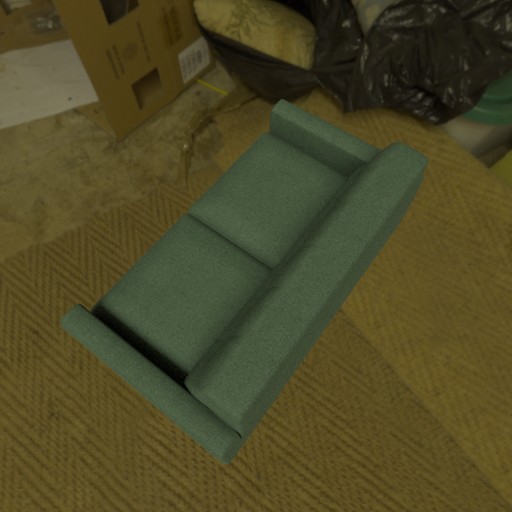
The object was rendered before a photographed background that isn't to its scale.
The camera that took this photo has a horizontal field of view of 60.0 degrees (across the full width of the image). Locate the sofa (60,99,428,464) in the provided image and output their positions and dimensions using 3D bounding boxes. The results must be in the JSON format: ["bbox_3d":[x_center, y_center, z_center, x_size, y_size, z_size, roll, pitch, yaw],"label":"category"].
[{"bbox_3d":[0.000,0.000,2.167,0.909,0.841,1.631,34,67,16],"label":"sofa"}]
